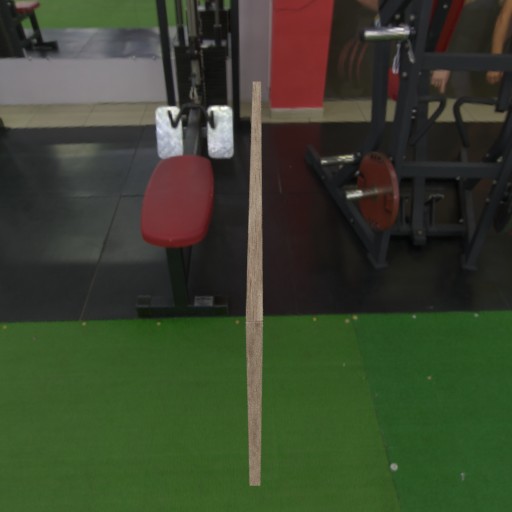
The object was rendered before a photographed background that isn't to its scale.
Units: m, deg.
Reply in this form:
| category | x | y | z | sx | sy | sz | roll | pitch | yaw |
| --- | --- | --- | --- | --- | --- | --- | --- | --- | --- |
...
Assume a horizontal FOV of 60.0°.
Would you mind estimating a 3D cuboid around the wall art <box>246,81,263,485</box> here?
| category | x | y | z | sx | sy | sz | roll | pitch | yaw |
| --- | --- | --- | --- | --- | --- | --- | --- | --- | --- |
| wall art | 0.000 | 0.000 | 0.978 | 0.021 | 0.480 | 0.780 | 0 | 41 | 0 |
